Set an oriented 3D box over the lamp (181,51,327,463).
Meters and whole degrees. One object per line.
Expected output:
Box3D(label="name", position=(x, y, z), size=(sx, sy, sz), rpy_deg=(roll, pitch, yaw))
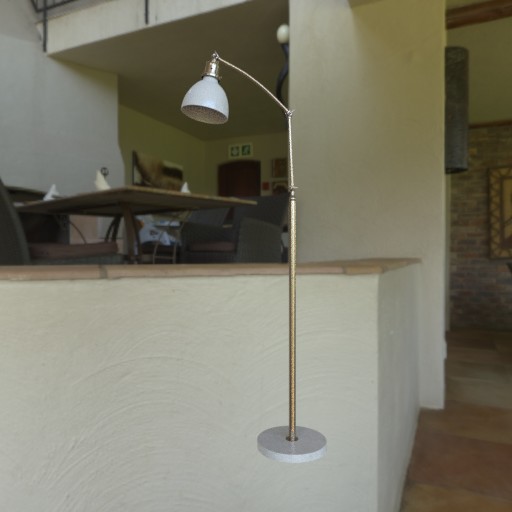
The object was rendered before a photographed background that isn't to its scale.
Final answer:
Box3D(label="lamp", position=(0.000, 0.000, 1.788), size=(0.599, 1.586, 0.288), rpy_deg=(0, 1, -17))
